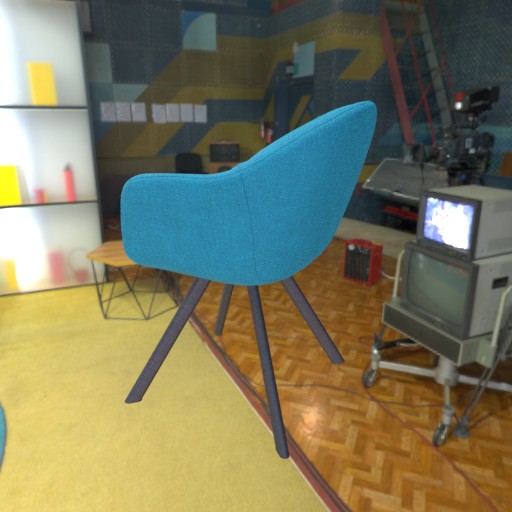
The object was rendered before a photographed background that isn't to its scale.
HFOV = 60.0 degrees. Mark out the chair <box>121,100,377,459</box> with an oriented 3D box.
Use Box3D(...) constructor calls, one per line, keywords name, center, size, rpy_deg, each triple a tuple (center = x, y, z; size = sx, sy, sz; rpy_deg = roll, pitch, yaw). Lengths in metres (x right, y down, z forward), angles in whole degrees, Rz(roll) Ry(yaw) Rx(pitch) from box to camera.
Box3D(name="chair", center=(0.000, 0.000, 1.182), size=(0.565, 0.775, 0.545), rpy_deg=(8, 19, 25))
